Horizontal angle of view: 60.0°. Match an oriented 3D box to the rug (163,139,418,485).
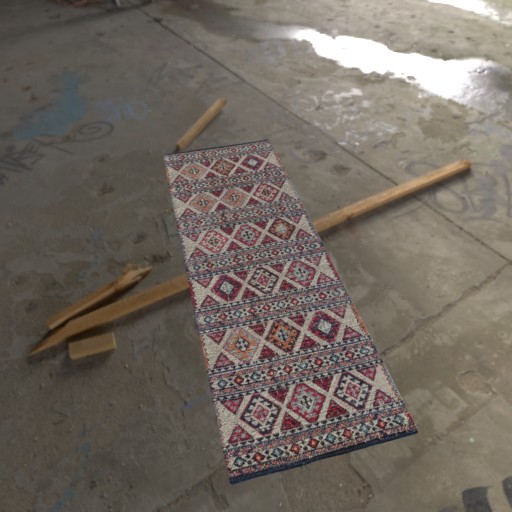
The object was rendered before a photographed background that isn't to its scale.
[{"bbox_3d":[0.000,0.000,2.607,0.832,0.008,2.362,-11,48,-10],"label":"rug"}]
